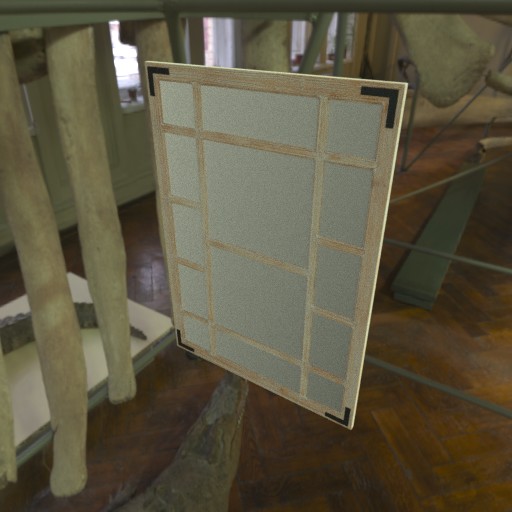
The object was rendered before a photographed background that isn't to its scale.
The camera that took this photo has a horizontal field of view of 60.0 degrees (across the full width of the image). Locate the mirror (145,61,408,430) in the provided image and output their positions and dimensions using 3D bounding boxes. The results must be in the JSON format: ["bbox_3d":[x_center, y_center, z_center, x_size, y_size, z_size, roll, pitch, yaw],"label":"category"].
[{"bbox_3d":[0.000,0.000,1.280,0.705,0.996,0.025,18,34,28],"label":"mirror"}]
